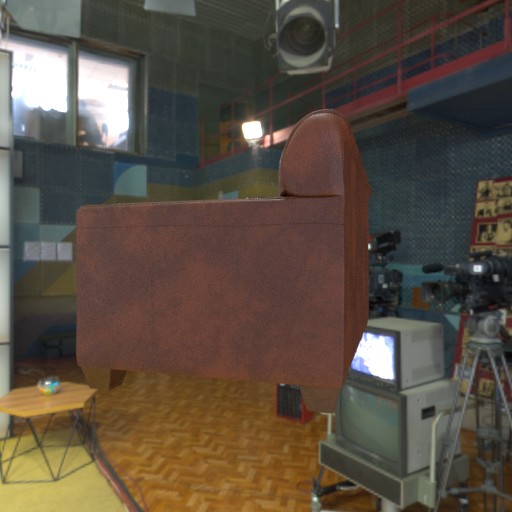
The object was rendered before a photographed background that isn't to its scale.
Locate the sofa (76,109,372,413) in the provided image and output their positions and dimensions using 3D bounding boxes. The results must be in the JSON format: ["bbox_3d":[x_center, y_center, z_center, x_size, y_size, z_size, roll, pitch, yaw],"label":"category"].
[{"bbox_3d":[0.000,0.000,2.087,1.000,0.956,1.413,0,0,17],"label":"sofa"}]
